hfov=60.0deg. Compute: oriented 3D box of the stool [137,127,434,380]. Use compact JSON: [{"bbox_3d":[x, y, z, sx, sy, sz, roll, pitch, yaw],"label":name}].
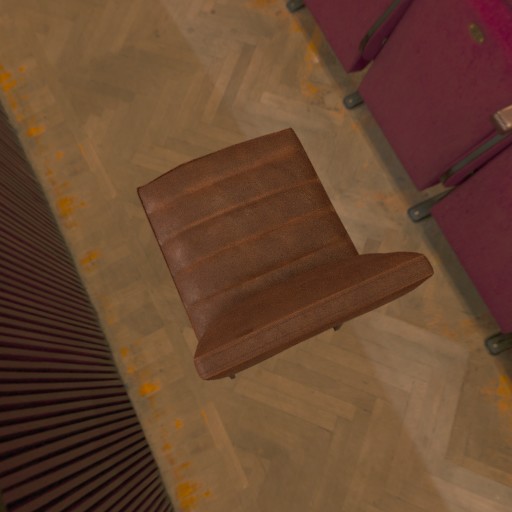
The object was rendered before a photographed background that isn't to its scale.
[{"bbox_3d":[0.000,0.000,1.243,0.463,0.942,0.562,-24,76,-6],"label":"stool"}]
